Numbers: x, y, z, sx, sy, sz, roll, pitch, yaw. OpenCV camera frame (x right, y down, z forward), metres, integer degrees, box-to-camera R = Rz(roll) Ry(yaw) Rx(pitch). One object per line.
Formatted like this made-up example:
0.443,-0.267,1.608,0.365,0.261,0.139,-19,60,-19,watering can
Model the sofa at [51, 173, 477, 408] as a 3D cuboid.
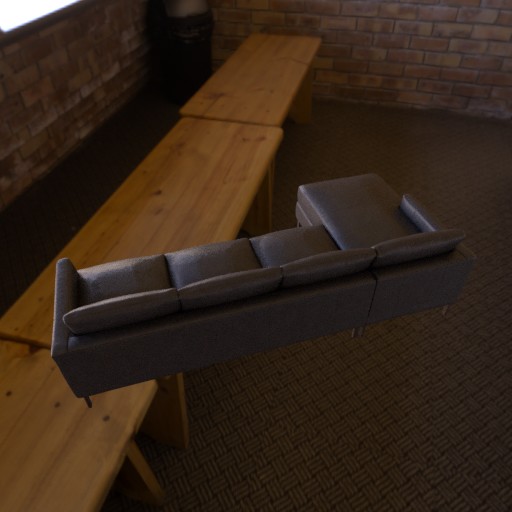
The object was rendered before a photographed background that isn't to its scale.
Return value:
0.000,0.000,3.601,2.993,0.859,1.471,-12,43,-13,sofa
